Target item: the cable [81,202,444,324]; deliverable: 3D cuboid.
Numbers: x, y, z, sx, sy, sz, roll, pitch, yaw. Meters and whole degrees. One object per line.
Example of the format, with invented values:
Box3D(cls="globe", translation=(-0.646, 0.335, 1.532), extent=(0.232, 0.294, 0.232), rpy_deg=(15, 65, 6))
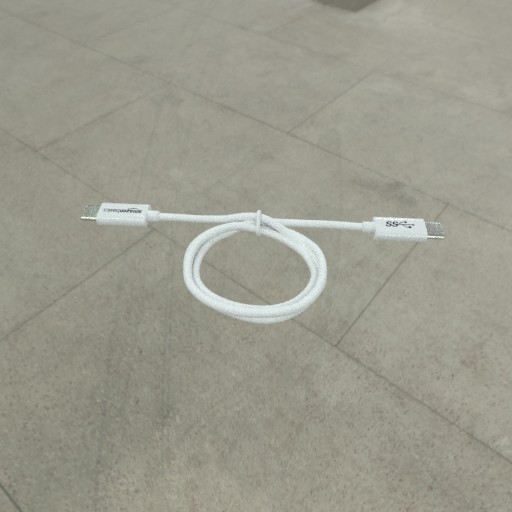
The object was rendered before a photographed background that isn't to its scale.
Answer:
Box3D(cls="cable", translation=(0.000, 0.000, 0.210), extent=(0.186, 0.014, 0.070), rpy_deg=(3, 48, 3))
